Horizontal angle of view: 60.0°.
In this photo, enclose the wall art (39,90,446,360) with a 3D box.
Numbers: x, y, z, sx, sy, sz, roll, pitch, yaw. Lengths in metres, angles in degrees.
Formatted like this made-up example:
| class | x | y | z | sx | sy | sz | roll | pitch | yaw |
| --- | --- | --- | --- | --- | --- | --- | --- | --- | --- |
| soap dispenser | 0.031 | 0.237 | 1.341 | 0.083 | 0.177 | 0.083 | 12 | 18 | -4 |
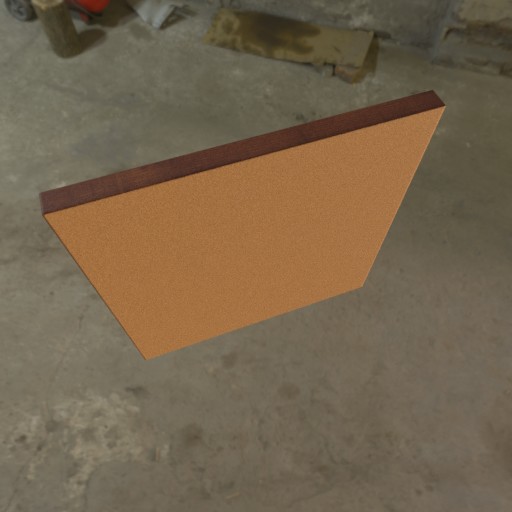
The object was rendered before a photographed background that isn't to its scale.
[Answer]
| class | x | y | z | sx | sy | sz | roll | pitch | yaw |
| --- | --- | --- | --- | --- | --- | --- | --- | --- | --- |
| wall art | 0.000 | 0.000 | 0.830 | 0.554 | 0.572 | 0.037 | -17 | 61 | -10 |
